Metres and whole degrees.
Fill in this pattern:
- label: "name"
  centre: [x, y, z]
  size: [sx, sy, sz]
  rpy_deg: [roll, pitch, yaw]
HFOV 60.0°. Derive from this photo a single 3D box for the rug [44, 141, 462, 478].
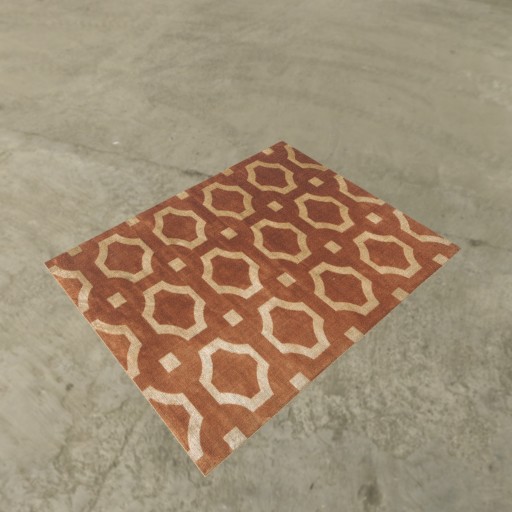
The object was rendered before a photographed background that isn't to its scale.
- label: "rug"
  centre: [0.000, 0.000, 4.146]
  size: [3.049, 0.021, 2.466]
  rpy_deg: [-33, 55, -27]
